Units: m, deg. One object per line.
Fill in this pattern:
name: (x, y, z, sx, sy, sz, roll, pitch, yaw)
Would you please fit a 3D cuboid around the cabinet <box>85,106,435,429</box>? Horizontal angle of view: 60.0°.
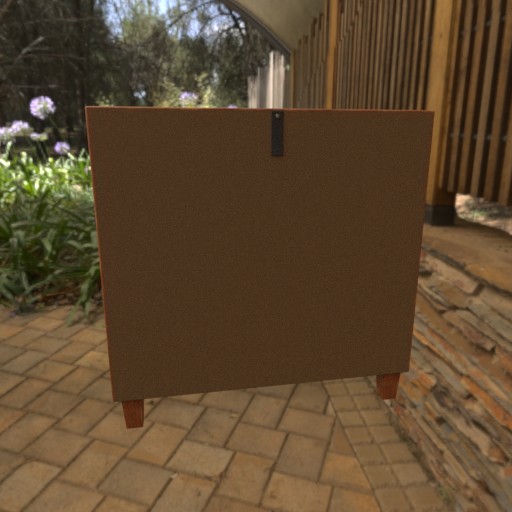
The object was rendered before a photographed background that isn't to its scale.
cabinet: (0.000, 0.000, 1.278, 0.796, 0.785, 0.412, -3, 15, -10)
